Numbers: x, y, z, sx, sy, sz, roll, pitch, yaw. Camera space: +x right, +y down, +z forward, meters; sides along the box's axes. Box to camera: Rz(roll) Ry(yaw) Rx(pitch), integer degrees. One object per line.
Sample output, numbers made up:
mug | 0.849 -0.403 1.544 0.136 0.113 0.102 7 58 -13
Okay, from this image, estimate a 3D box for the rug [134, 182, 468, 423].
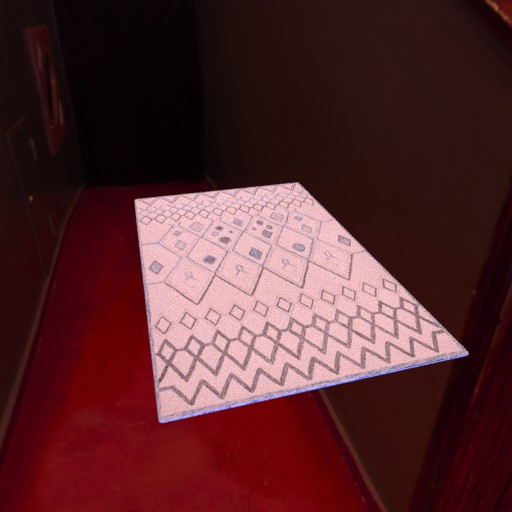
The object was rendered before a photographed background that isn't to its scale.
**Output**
rug | 0.000 0.000 3.040 1.524 0.015 2.439 -8 31 -13
